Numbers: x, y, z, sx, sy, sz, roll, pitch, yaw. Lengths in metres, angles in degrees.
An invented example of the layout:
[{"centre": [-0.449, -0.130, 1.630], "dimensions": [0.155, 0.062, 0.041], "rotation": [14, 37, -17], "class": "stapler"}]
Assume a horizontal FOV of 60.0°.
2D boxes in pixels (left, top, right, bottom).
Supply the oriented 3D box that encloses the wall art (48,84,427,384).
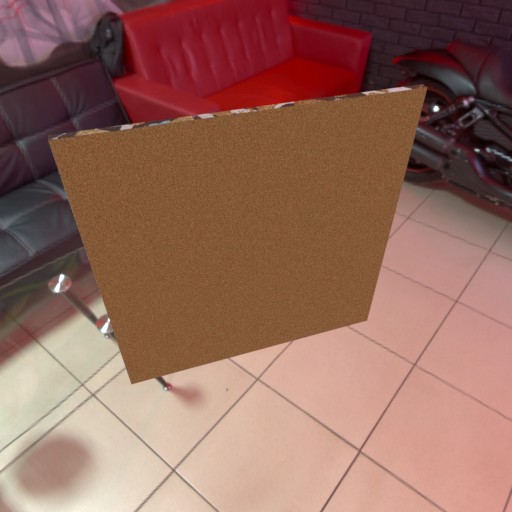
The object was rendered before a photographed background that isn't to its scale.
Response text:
[{"centre": [0.000, 0.000, 0.592], "dimensions": [0.404, 0.406, 0.010], "rotation": [-12, 43, -13], "class": "wall art"}]
